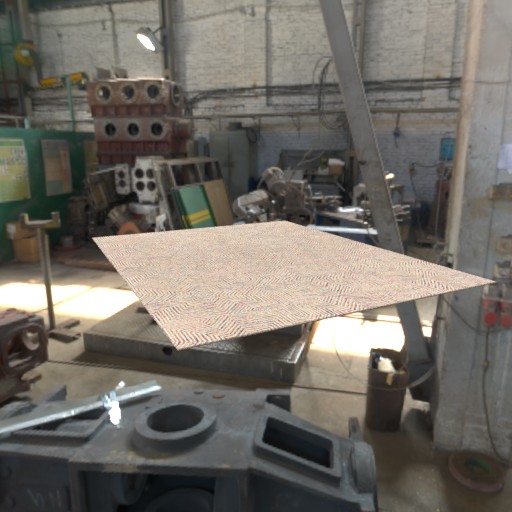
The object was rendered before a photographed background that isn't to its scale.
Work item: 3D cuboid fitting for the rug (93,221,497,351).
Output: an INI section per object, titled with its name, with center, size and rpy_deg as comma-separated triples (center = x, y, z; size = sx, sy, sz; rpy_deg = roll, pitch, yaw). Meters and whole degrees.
[rug]
center = 0.000, 0.000, 4.045
size = 2.442, 0.008, 3.046
rpy_deg = -7, 16, -26
